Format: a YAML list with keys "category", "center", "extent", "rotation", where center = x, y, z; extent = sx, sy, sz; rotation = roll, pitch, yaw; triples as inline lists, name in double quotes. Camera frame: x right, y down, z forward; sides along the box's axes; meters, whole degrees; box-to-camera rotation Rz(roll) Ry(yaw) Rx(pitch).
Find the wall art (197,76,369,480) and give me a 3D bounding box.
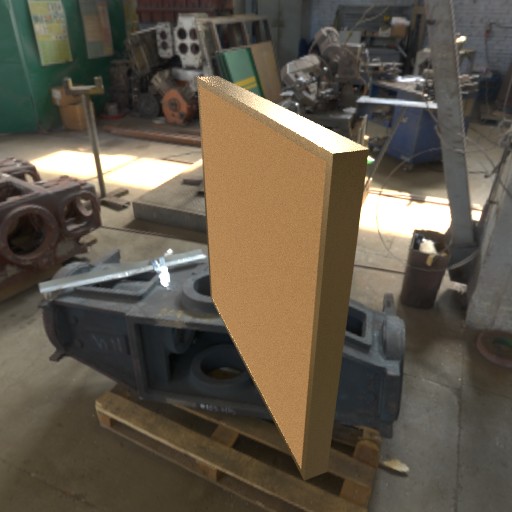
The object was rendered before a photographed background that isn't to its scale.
- category: "wall art"
  center: [0.000, 0.000, 0.760]
  extent: [0.040, 0.509, 0.509]
  rotation: [-11, 32, -18]
